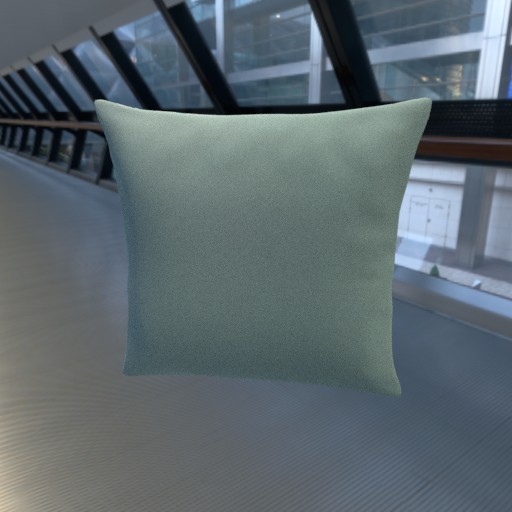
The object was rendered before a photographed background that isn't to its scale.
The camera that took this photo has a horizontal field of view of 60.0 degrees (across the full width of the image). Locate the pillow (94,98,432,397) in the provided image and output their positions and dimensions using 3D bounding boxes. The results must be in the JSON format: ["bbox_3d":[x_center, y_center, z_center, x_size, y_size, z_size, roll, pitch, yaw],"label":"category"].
[{"bbox_3d":[0.000,0.000,0.757,0.525,0.508,0.166,2,16,7],"label":"pillow"}]
